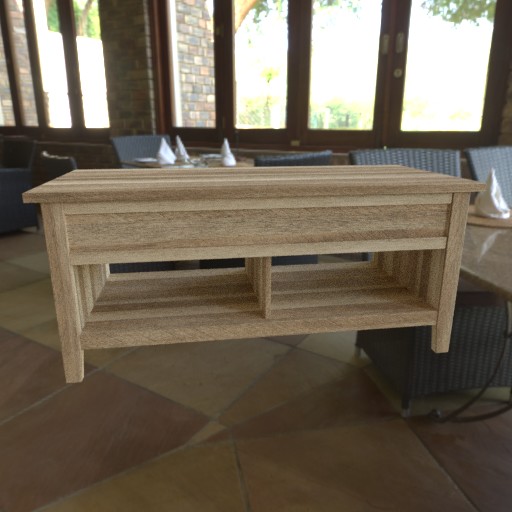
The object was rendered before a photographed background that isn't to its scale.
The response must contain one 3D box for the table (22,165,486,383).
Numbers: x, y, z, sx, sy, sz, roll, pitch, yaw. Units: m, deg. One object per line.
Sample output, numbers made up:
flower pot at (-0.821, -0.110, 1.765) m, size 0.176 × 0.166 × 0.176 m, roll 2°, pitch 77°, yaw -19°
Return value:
table at (0.000, 0.000, 1.335) m, size 1.095 × 0.480 × 0.493 m, roll -3°, pitch 17°, yaw -8°
